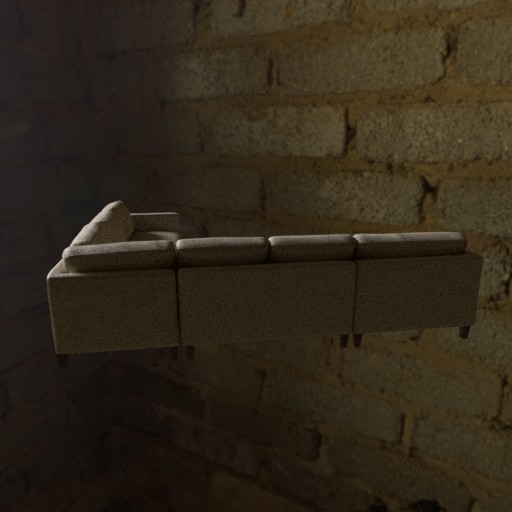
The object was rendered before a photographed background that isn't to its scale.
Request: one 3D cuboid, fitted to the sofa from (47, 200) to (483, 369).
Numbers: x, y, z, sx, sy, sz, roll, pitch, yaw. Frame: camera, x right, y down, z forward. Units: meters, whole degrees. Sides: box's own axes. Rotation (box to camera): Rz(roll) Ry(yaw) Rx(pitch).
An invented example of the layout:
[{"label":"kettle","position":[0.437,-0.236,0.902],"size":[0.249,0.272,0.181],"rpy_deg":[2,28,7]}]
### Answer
[{"label":"sofa","position":[0.000,0.000,4.662],"size":[3.460,0.959,2.593],"rpy_deg":[-2,16,-9]}]
